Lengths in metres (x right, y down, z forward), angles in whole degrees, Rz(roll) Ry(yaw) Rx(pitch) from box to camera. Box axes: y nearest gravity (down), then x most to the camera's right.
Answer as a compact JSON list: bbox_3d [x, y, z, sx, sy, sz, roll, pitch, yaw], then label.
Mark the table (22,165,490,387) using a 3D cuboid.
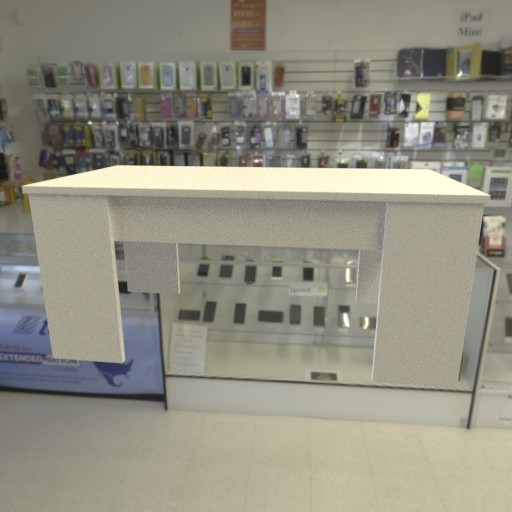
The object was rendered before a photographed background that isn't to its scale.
[{"bbox_3d":[0.000,0.000,1.237,1.000,0.440,0.500,2,17,7],"label":"table"}]
